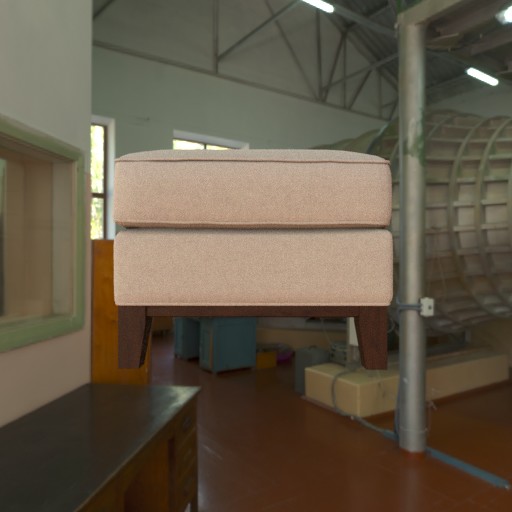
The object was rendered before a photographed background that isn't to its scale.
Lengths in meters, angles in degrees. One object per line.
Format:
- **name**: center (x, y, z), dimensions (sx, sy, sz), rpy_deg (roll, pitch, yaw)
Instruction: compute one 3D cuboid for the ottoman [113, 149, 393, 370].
- **ottoman**: center (0.000, 0.000, 1.526), dimensions (0.648, 0.508, 1.143), rpy_deg (0, 0, 1)
